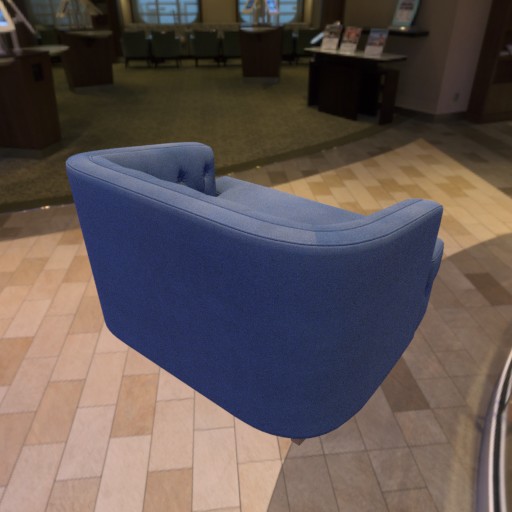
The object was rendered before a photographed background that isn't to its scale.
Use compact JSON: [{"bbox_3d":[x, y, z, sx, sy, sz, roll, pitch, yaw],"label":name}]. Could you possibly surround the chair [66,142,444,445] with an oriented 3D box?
[{"bbox_3d":[0.000,0.000,1.652,1.118,0.787,0.914,22,37,32],"label":"chair"}]
